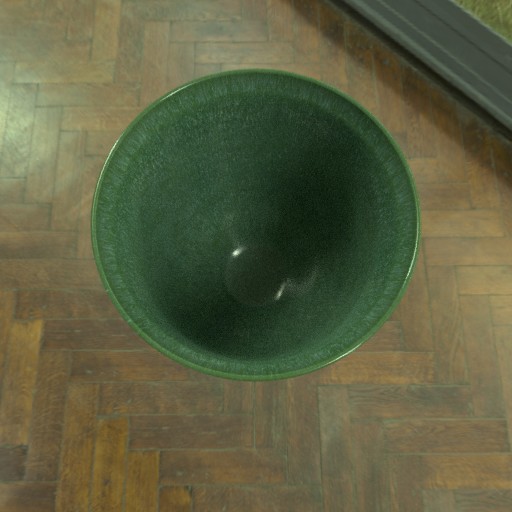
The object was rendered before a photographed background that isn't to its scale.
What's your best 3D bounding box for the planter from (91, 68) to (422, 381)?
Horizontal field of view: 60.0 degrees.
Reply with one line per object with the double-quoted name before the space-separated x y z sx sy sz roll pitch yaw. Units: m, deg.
"planter" 0.000 0.000 0.364 0.195 0.214 0.195 0 75 0
